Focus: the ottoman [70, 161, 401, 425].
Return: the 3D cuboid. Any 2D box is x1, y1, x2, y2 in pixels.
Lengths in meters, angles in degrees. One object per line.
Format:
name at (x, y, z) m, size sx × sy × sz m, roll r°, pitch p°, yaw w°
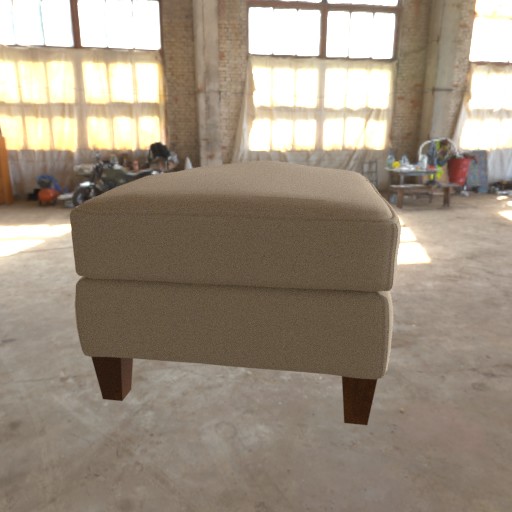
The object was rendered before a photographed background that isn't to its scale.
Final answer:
ottoman at (0.000, 0.000, 1.211) m, size 0.634 × 0.485 × 0.818 m, roll 2°, pitch 16°, yaw 9°
